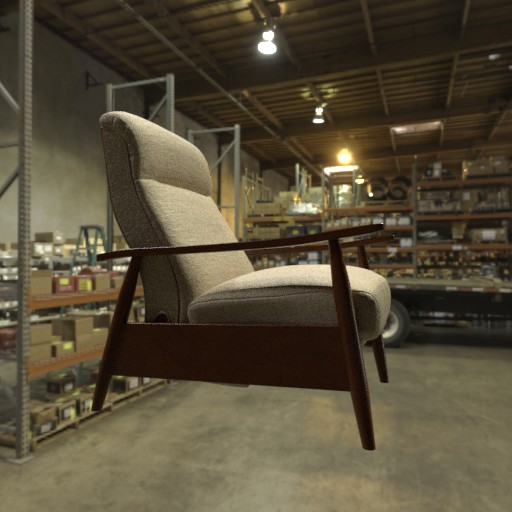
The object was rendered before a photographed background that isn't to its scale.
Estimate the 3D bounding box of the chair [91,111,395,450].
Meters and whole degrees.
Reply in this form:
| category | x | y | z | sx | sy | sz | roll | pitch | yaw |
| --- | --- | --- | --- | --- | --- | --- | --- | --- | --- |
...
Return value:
| category | x | y | z | sx | sy | sz | roll | pitch | yaw |
| --- | --- | --- | --- | --- | --- | --- | --- | --- | --- |
| chair | 0.000 | 0.000 | 1.733 | 1.014 | 1.082 | 0.762 | 0 | 0 | 20 |
